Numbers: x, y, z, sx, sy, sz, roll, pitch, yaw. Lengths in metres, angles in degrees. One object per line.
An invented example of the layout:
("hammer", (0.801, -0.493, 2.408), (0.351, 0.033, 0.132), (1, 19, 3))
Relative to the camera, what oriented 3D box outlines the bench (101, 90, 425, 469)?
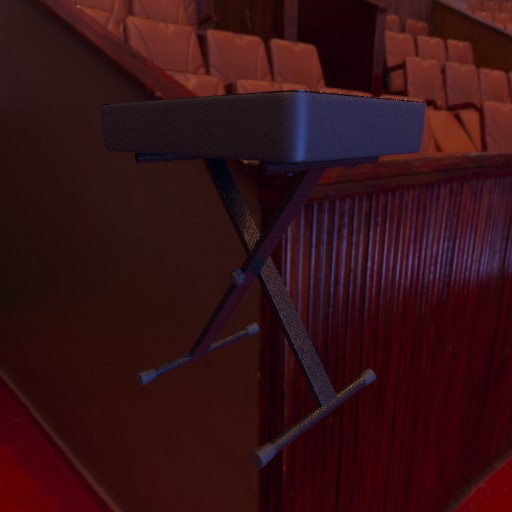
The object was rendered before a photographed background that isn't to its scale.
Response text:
("bench", (0.000, 0.000, 0.767), (0.424, 0.500, 0.321), (15, 22, 42))
